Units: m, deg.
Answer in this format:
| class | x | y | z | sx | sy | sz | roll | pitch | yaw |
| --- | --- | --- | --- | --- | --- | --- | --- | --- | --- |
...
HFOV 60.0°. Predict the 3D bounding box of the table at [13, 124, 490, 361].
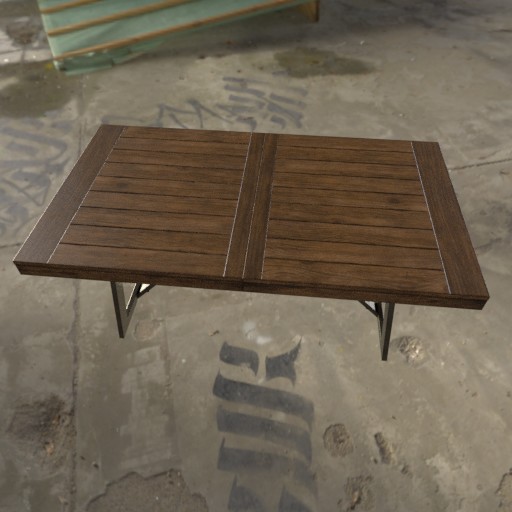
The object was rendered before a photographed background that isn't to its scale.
| class | x | y | z | sx | sy | sz | roll | pitch | yaw |
| --- | --- | --- | --- | --- | --- | --- | --- | --- | --- |
| table | 0.000 | 0.000 | 2.107 | 1.641 | 0.757 | 0.931 | 4 | 47 | 4 |
